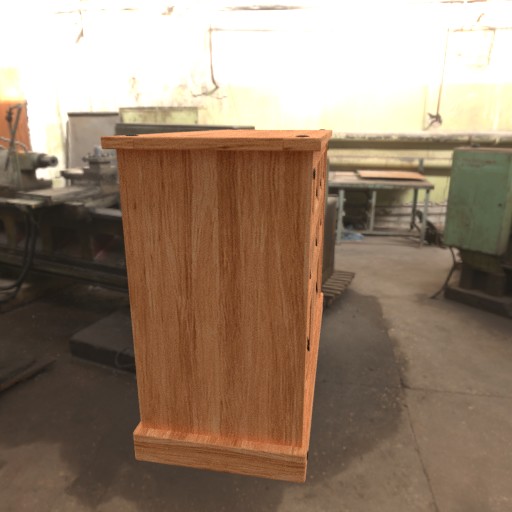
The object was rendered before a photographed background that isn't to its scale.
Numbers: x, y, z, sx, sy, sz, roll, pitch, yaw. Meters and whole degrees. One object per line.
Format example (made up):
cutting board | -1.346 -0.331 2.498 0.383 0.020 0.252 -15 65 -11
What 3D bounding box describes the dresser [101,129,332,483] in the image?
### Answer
dresser | 0.000 0.000 1.363 0.410 0.740 0.990 3 17 10
